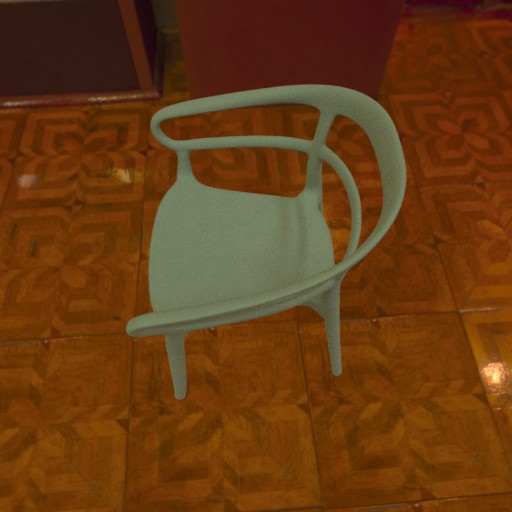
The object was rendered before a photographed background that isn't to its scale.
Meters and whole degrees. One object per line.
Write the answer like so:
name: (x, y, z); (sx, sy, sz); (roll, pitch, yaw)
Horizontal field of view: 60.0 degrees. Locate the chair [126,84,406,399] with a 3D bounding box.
chair: (0.000, 0.000, 1.124); (0.527, 0.761, 0.559); (-2, 59, -1)
